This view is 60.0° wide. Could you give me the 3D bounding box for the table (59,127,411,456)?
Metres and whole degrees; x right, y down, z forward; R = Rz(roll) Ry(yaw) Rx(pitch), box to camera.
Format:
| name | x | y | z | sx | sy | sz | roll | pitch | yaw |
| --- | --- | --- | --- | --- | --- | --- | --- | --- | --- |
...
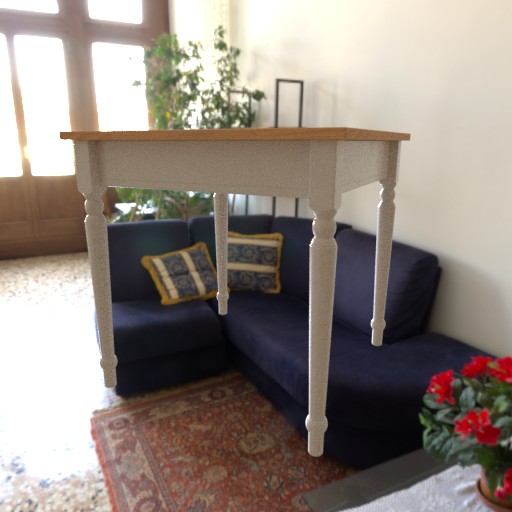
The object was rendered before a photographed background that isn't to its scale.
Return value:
| name | x | y | z | sx | sy | sz | roll | pitch | yaw |
| --- | --- | --- | --- | --- | --- | --- | --- | --- | --- |
| table | 0.000 | 0.000 | 1.376 | 0.747 | 0.738 | 0.747 | 7 | 16 | 26 |
